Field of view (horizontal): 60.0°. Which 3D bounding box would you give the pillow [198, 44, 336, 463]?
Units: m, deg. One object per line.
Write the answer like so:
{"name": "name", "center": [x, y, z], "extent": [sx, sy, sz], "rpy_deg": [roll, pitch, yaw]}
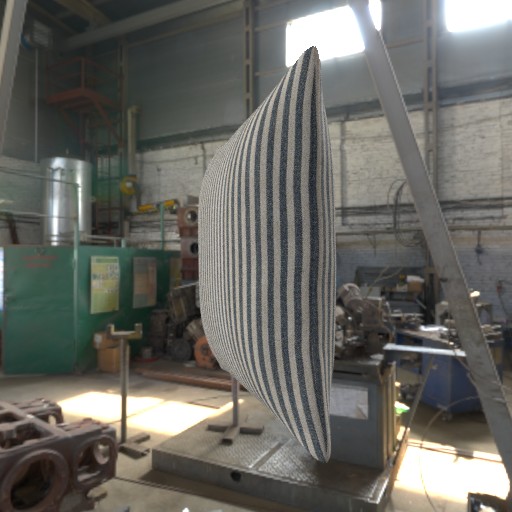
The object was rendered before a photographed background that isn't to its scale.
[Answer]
{"name": "pillow", "center": [0.000, 0.000, 0.775], "extent": [0.166, 0.510, 0.523], "rpy_deg": [0, -1, -18]}
